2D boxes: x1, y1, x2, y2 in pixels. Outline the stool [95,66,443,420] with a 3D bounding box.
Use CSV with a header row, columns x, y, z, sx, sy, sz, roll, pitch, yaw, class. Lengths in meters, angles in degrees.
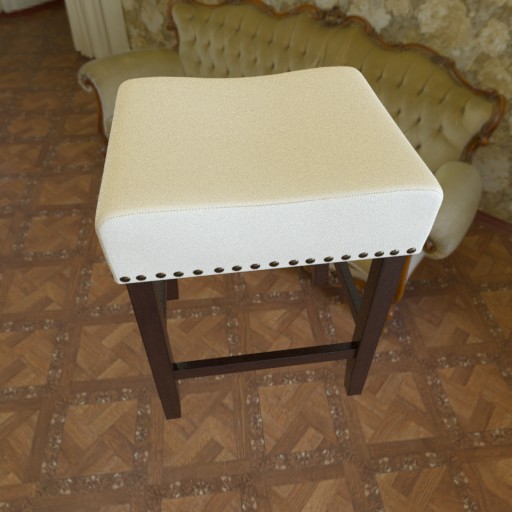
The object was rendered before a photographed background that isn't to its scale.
x,y,z,sx,sy,sz,roll,pitch,yaw,class
0.000,0.000,0.915,0.471,0.609,0.401,-6,46,-5,stool
